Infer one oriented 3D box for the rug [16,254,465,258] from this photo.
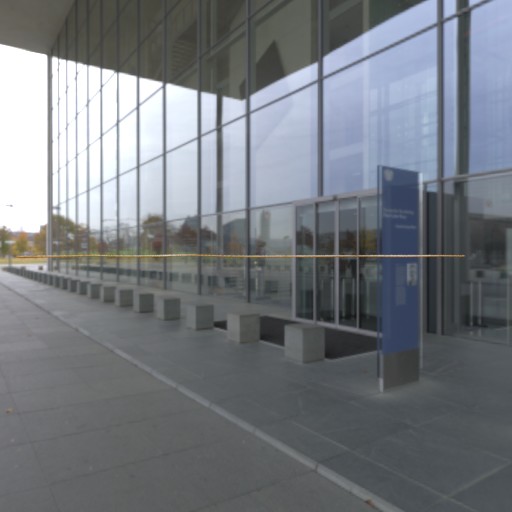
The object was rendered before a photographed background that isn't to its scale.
[{"bbox_3d":[0.000,0.000,2.488,2.294,0.014,0.704,0,0,-19],"label":"rug"}]
